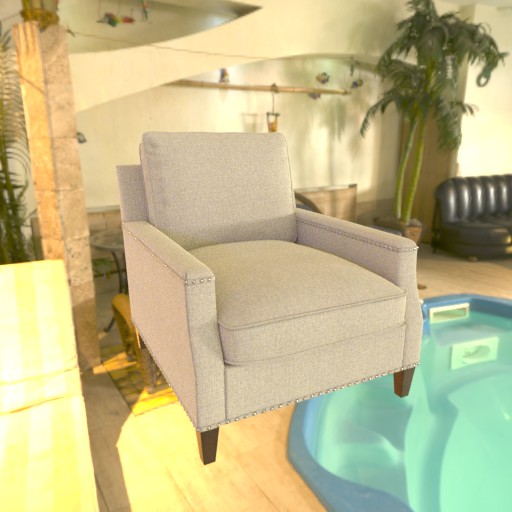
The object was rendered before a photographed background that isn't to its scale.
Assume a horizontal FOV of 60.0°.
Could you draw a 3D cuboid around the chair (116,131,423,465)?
[{"bbox_3d":[0.000,0.000,1.732,0.853,0.943,1.014,-8,17,-26],"label":"chair"}]
